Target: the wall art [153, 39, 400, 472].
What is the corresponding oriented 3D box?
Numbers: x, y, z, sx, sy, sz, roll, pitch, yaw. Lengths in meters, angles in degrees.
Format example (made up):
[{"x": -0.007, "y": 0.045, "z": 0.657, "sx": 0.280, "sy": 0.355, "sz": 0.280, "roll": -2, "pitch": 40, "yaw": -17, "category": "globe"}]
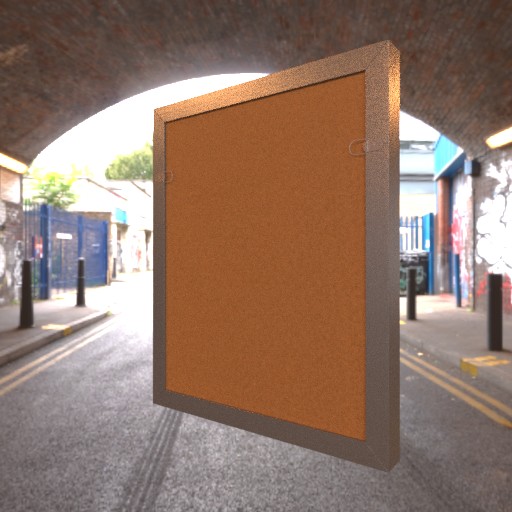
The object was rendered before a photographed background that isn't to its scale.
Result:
[{"x": 0.000, "y": 0.000, "z": 0.489, "sx": 0.308, "sy": 0.379, "sz": 0.030, "roll": 0, "pitch": 0, "yaw": 36, "category": "wall art"}]
